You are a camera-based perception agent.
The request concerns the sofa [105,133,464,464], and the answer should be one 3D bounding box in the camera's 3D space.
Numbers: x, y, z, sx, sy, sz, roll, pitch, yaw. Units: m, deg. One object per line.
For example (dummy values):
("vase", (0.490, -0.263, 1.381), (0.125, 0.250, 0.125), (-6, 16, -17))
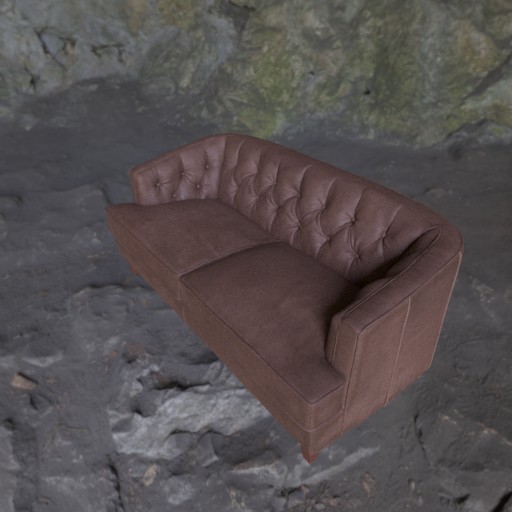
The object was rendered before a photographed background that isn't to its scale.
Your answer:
("sofa", (0.000, 0.000, 2.210), (0.917, 0.799, 1.767), (-22, 38, -31))
